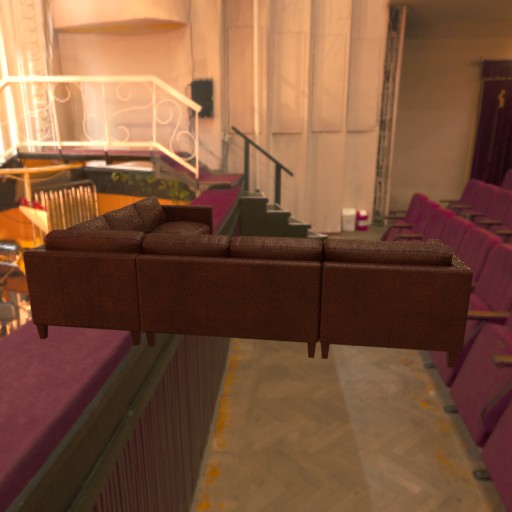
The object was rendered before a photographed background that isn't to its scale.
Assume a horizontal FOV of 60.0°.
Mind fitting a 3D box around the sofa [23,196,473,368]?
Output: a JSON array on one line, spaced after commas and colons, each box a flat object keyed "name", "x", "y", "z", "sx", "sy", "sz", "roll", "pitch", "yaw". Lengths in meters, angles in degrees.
[{"name": "sofa", "x": 0.000, "y": 0.000, "z": 4.447, "sx": 3.324, "sy": 0.891, "sz": 2.452, "roll": 2, "pitch": 16, "yaw": 8}]
